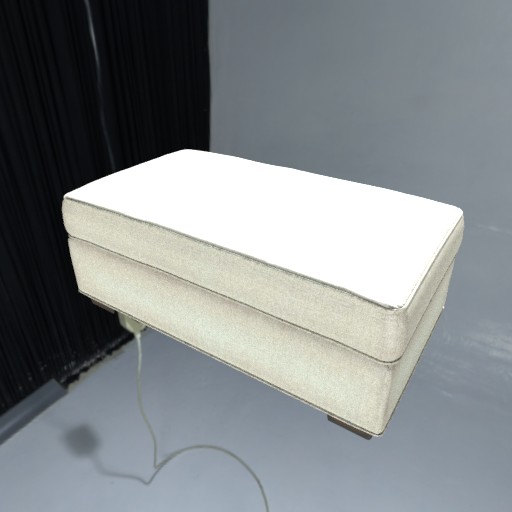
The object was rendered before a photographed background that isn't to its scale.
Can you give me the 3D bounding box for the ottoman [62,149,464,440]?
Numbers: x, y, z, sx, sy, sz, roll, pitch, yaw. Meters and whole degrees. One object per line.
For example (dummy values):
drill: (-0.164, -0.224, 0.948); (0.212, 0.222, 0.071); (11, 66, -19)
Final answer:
ottoman: (0.000, 0.000, 1.419); (1.097, 0.448, 0.617); (18, 35, 28)
